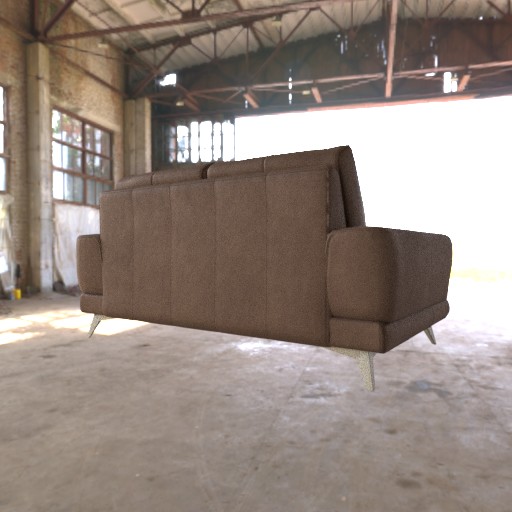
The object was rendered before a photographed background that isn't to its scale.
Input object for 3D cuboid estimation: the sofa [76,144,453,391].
[{"bbox_3d":[0.000,0.000,2.370,1.806,0.907,1.018,1,1,35],"label":"sofa"}]
